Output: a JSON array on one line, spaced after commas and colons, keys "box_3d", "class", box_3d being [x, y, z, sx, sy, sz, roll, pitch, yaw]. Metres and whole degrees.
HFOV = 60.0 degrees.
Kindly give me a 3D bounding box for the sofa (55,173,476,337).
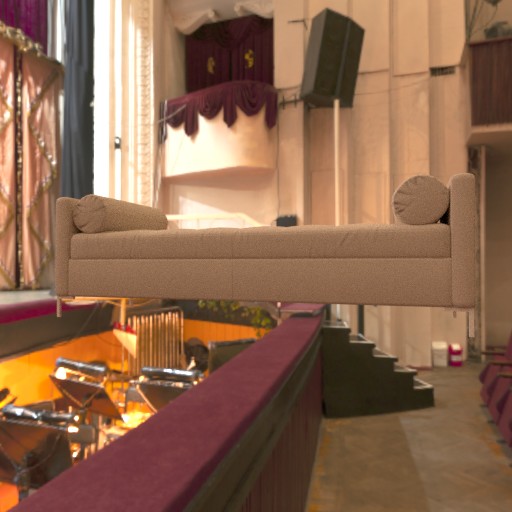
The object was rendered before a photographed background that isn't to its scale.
[{"box_3d": [0.000, 0.000, 2.305, 1.981, 0.635, 0.686, 0, -1, 19], "class": "sofa"}]
